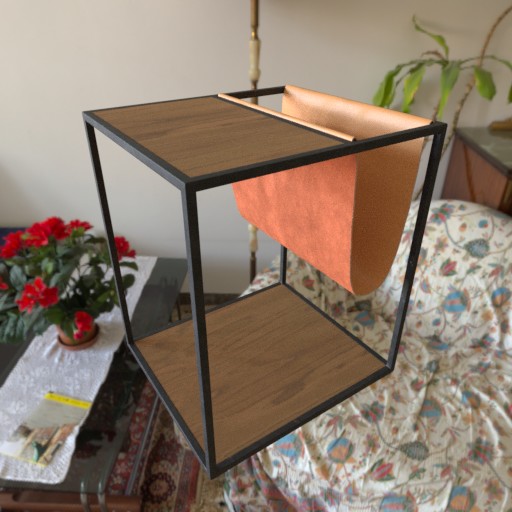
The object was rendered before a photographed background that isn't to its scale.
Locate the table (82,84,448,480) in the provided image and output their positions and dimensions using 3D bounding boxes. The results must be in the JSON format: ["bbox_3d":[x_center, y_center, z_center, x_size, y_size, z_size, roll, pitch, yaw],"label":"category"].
[{"bbox_3d":[0.000,0.000,0.857,0.450,0.536,0.399,-19,36,-29],"label":"table"}]
